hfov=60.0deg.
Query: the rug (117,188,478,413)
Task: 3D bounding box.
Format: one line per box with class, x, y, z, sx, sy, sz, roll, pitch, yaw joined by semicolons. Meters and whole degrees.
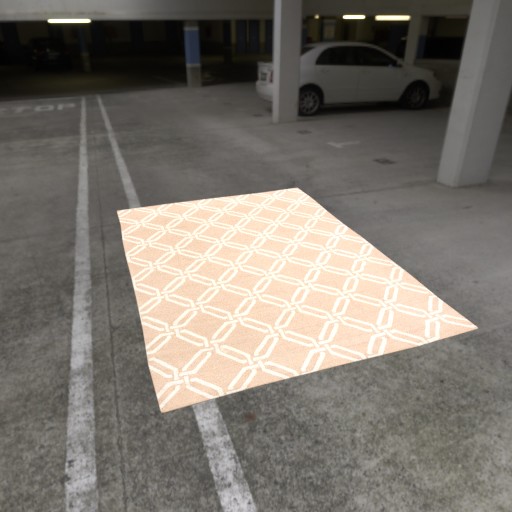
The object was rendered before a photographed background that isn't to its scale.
rug;0.000;0.000;4.415;2.452;0.020;3.365;-10;30;-17
